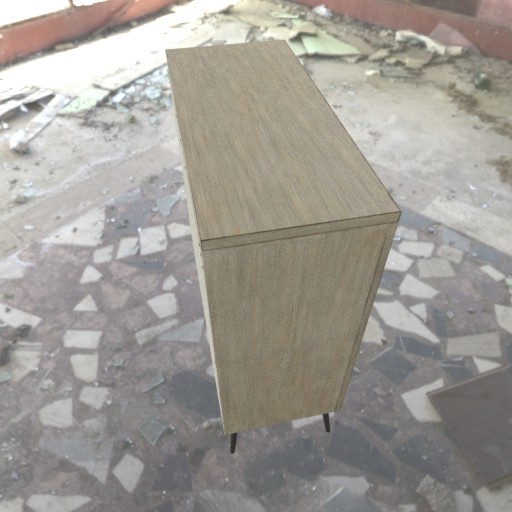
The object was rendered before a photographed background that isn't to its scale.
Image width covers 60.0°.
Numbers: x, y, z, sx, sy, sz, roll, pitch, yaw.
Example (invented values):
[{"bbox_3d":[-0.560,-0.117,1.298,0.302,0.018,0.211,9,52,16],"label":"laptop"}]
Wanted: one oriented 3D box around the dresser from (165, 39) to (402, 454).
[{"bbox_3d":[0.000,0.000,1.727,0.457,1.219,1.016,-9,47,-8],"label":"dresser"}]
